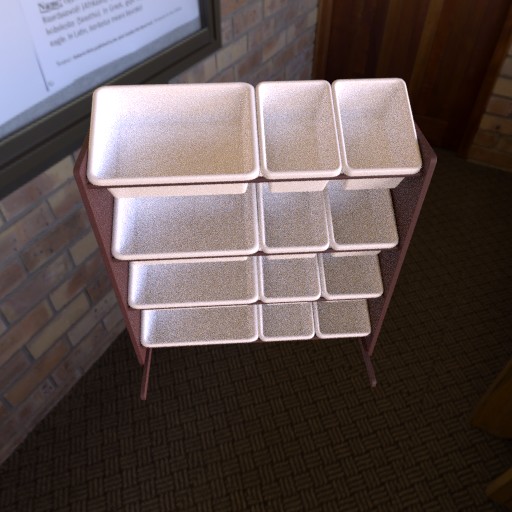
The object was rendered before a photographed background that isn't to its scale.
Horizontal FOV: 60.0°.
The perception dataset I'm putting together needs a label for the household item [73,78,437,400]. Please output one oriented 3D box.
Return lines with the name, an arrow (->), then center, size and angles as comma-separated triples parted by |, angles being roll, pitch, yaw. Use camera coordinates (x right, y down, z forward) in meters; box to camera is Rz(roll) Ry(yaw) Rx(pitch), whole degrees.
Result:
household item -> 0.000, 0.000, 1.258 | 0.787, 0.864, 0.389 | -3, 45, -3
